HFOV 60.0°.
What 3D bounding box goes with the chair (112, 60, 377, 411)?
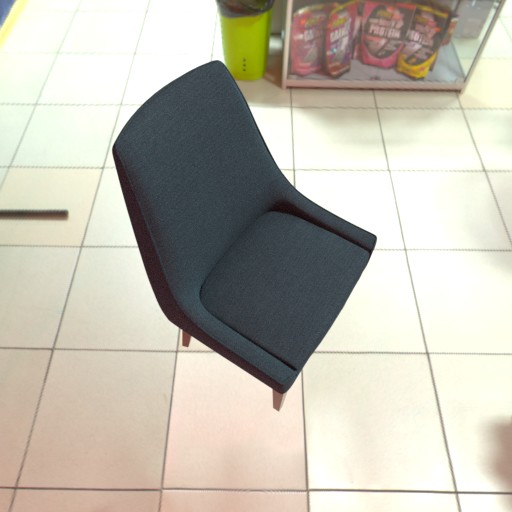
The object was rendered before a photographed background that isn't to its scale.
[{"bbox_3d":[0.000,0.000,1.238,0.544,0.861,0.529,29,62,18],"label":"chair"}]
